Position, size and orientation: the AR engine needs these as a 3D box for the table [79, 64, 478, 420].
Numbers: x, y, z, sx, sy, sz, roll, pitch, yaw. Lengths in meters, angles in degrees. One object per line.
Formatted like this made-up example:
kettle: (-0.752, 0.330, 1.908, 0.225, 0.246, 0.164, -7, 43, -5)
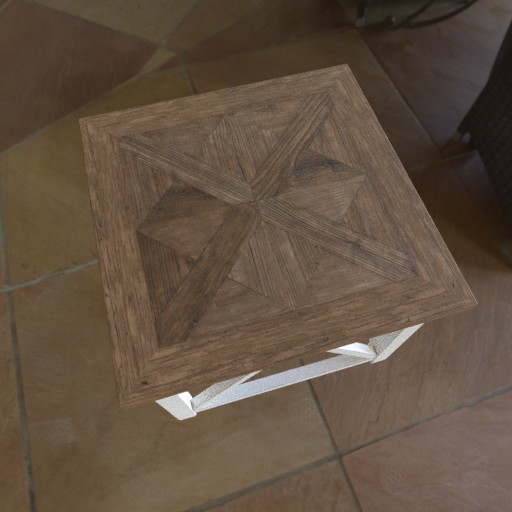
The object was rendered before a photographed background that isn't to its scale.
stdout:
table: (0.000, 0.000, 1.208, 0.700, 0.532, 0.700, -14, 64, -7)
